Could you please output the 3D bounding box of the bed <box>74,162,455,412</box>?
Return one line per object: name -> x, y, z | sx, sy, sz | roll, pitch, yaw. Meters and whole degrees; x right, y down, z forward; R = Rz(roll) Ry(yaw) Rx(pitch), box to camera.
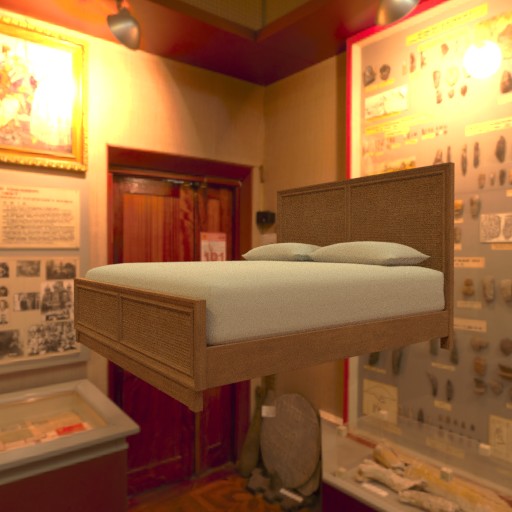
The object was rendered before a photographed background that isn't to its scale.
bed -> 0.000, 0.000, 3.443 | 2.184, 1.387, 2.003 | -1, 1, -37
